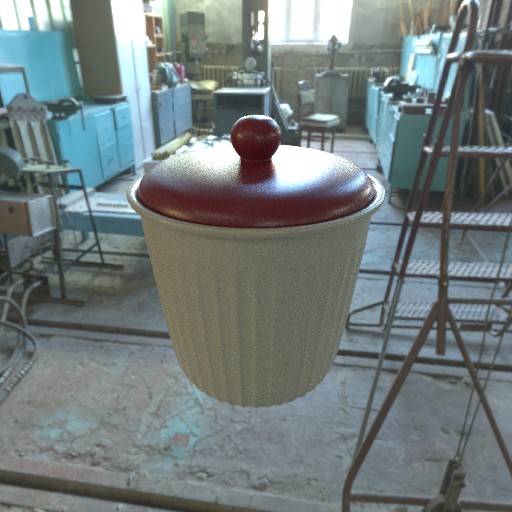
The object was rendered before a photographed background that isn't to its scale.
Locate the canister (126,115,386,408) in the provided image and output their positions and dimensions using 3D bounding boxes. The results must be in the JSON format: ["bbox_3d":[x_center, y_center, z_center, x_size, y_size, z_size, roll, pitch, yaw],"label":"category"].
[{"bbox_3d":[0.000,0.000,0.345,0.181,0.211,0.181,0,26,0],"label":"canister"}]
